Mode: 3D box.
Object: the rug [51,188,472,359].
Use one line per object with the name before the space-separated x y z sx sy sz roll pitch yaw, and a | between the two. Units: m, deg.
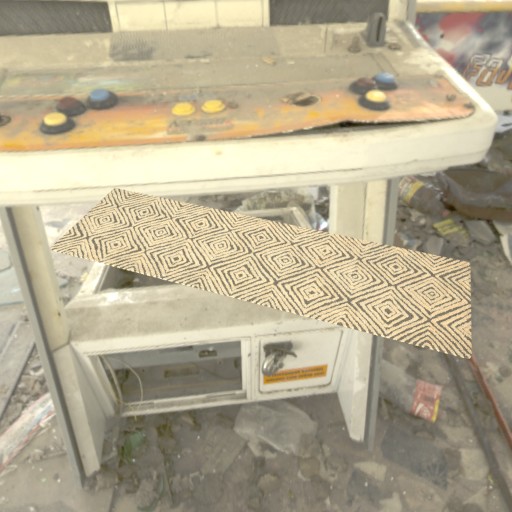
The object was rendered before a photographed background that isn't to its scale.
rug | 0.000 0.000 2.500 2.277 0.008 0.676 13 43 14
